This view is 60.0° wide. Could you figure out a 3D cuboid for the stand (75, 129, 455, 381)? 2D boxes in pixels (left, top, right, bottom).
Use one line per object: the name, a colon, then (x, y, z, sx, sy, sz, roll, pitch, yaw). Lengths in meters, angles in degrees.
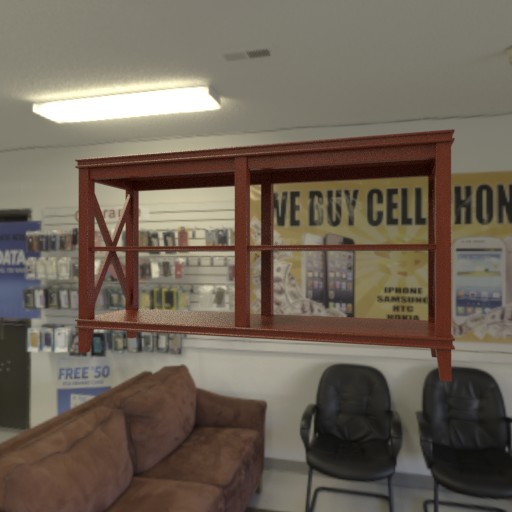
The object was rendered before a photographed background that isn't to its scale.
stand: (0.000, 0.000, 1.717, 1.372, 0.762, 0.381, 0, 0, 17)
